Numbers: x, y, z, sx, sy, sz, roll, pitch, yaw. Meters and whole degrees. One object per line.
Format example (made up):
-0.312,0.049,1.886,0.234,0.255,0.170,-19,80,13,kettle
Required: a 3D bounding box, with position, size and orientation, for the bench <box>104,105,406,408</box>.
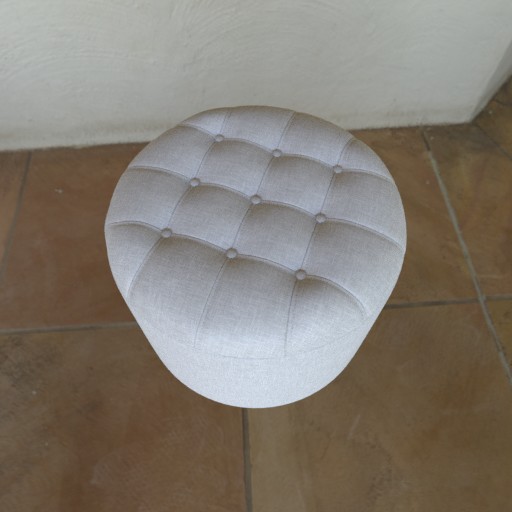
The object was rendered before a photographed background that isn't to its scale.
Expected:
0.000,0.000,1.025,0.600,0.453,0.600,0,59,0,bench
